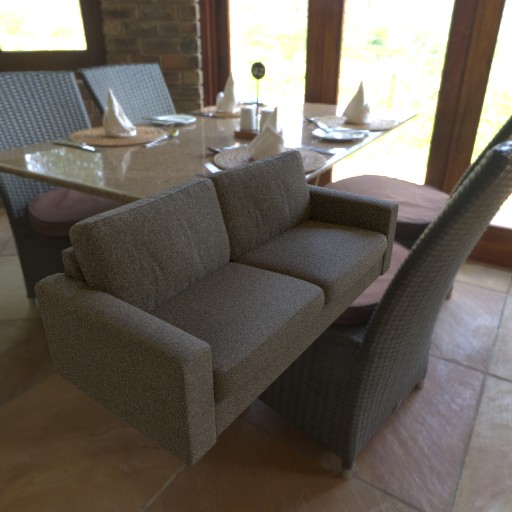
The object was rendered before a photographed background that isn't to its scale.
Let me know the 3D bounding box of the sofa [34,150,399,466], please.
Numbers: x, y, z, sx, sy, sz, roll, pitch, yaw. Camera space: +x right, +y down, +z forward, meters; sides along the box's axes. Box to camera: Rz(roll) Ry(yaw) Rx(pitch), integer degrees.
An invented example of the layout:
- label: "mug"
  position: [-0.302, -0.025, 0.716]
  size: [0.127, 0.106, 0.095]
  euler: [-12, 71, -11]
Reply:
- label: "sofa"
  position: [0.000, 0.000, 2.658]
  size: [1.016, 0.873, 2.179]
  euler: [18, 31, 32]
